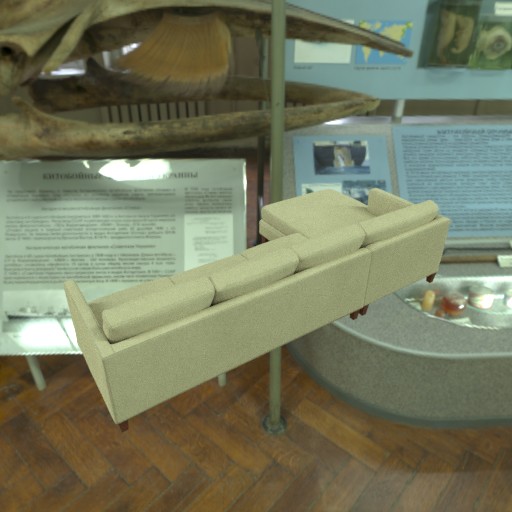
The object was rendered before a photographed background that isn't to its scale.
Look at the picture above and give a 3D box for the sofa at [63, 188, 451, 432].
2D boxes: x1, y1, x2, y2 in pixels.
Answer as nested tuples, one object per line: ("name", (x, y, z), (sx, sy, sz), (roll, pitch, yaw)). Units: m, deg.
("sofa", (0.000, 0.000, 3.948), (3.186, 0.846, 1.625), (-19, 36, -28))
